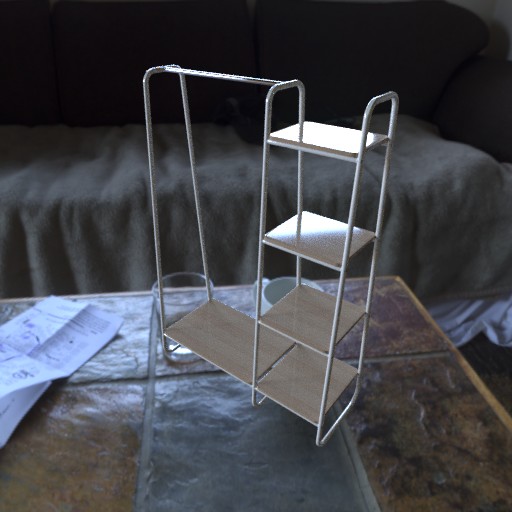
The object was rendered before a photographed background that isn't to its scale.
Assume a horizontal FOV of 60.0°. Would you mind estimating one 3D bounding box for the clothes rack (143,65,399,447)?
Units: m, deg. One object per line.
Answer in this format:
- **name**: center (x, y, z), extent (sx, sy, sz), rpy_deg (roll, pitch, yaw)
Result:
- **clothes rack**: center (0.000, 0.000, 1.992), extent (1.011, 1.500, 0.400), rpy_deg (22, 37, 32)
